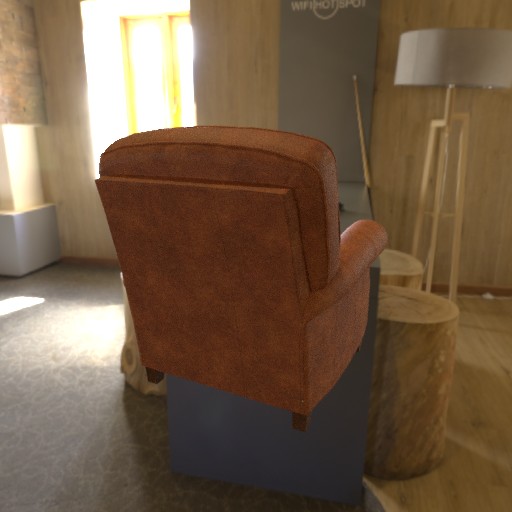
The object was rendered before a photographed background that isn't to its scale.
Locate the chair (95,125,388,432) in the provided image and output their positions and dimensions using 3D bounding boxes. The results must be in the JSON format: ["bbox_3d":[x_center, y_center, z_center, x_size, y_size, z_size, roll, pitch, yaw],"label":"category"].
[{"bbox_3d":[0.000,0.000,1.803,0.936,1.018,0.986,8,18,26],"label":"chair"}]
